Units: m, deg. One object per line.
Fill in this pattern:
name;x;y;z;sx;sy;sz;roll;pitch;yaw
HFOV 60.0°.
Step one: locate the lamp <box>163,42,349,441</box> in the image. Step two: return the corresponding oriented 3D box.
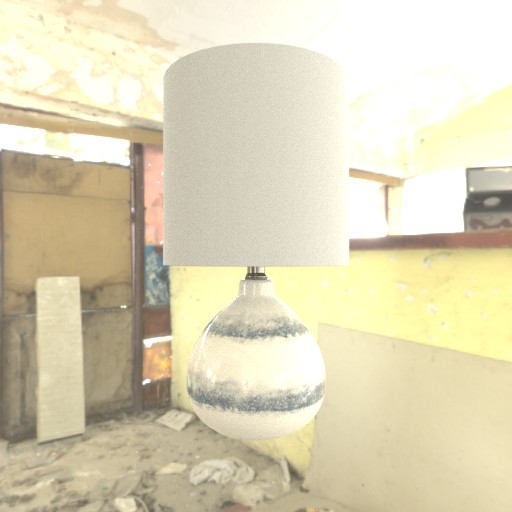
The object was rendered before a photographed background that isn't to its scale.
lamp;0.000;0.000;0.527;0.216;0.404;0.216;0;0;-19
